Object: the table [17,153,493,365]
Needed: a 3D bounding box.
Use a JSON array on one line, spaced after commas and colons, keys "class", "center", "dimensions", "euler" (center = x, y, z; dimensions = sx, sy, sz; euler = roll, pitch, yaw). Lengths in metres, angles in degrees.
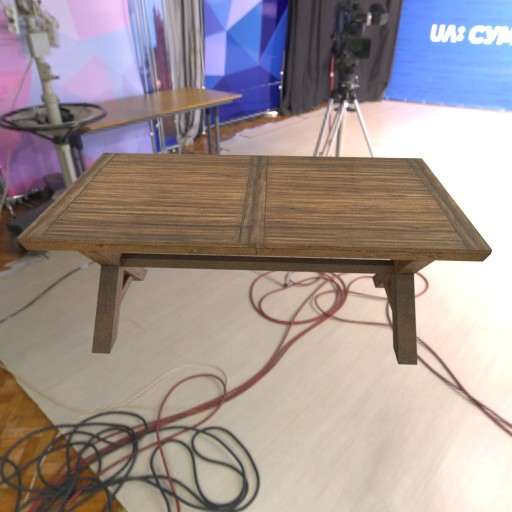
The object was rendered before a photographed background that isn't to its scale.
[{"class": "table", "center": [0.000, 0.000, 2.492], "dimensions": [1.966, 0.793, 1.071], "euler": [2, 32, 2]}]
